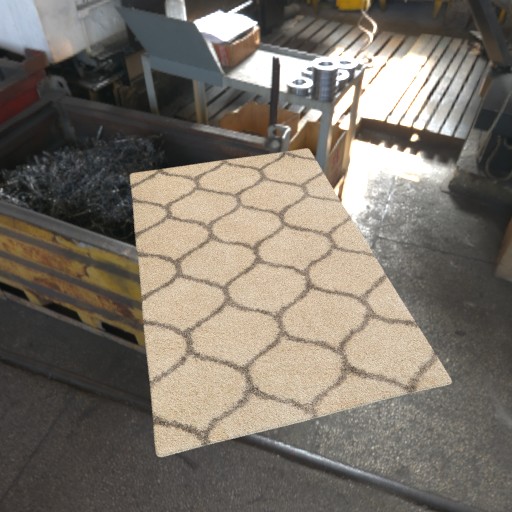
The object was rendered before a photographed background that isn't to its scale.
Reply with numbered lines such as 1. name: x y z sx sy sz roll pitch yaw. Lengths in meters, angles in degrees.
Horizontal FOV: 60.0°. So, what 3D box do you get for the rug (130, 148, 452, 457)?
1. rug: 0.000 0.000 3.467 1.801 0.026 2.701 -10 47 -10
